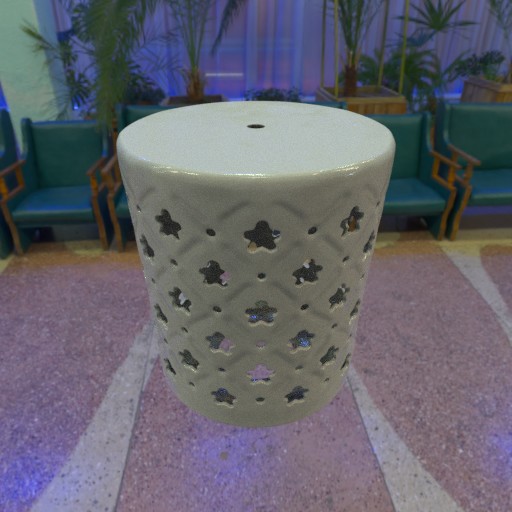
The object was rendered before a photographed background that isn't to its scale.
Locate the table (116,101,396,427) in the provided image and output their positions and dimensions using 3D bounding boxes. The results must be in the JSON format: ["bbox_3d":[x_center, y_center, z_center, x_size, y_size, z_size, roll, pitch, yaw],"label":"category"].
[{"bbox_3d":[0.000,0.000,0.666,0.352,0.387,0.352,0,31,0],"label":"table"}]
